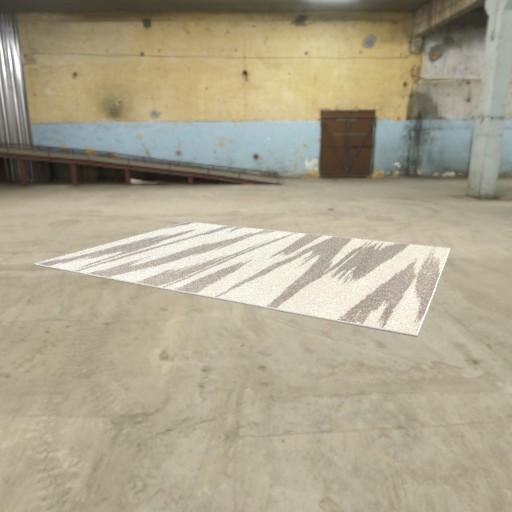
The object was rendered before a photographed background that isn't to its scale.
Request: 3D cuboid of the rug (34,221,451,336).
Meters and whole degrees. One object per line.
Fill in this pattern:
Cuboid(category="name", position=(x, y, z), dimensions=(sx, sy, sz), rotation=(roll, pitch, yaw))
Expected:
Cuboid(category="rug", position=(0.000, 0.000, 2.770), dimensions=(2.142, 0.010, 1.533), rotation=(8, 17, 26))
